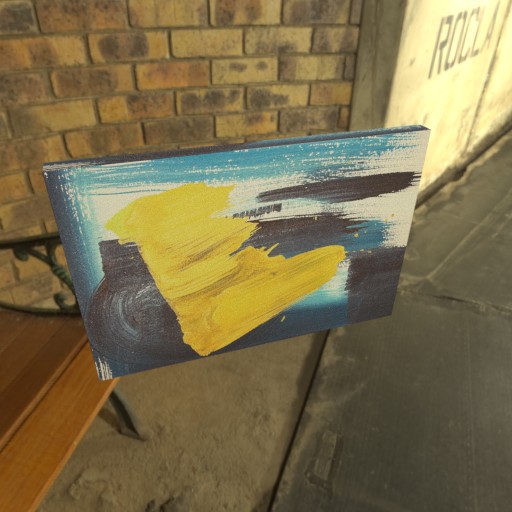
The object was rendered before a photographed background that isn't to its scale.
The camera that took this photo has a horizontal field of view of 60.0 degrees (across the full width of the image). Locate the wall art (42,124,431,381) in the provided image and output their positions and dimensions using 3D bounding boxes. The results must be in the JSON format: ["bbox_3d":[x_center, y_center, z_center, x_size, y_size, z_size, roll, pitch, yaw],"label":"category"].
[{"bbox_3d":[0.000,0.000,0.790,0.609,0.406,0.033,-10,34,-15],"label":"wall art"}]
